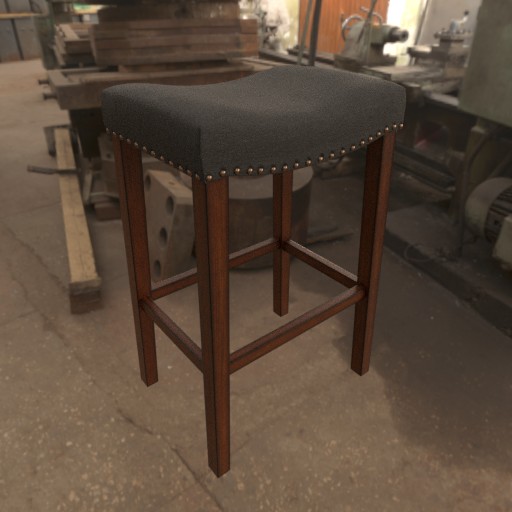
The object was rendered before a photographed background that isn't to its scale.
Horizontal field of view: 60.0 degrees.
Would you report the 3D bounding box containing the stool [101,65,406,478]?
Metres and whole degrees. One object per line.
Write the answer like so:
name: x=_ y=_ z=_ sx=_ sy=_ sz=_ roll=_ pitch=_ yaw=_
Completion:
stool: x=0.000 y=0.000 z=1.014 sx=0.502 sy=0.760 sz=0.366 roll=-22 pitch=37 yaw=-33
